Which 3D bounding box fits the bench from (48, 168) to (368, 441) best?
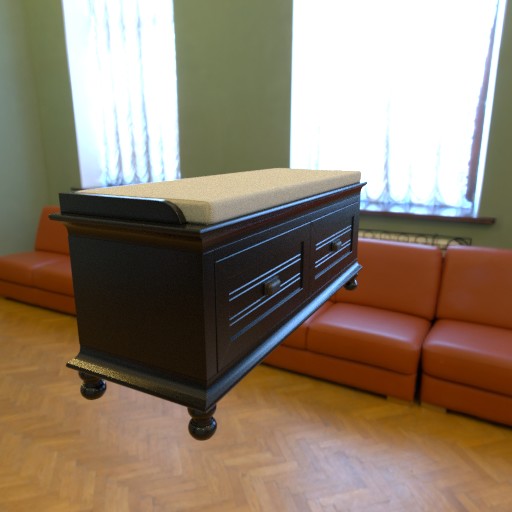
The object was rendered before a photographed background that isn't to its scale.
[{"bbox_3d":[0.000,0.000,1.435,0.402,0.501,1.185,7,16,27],"label":"bench"}]
